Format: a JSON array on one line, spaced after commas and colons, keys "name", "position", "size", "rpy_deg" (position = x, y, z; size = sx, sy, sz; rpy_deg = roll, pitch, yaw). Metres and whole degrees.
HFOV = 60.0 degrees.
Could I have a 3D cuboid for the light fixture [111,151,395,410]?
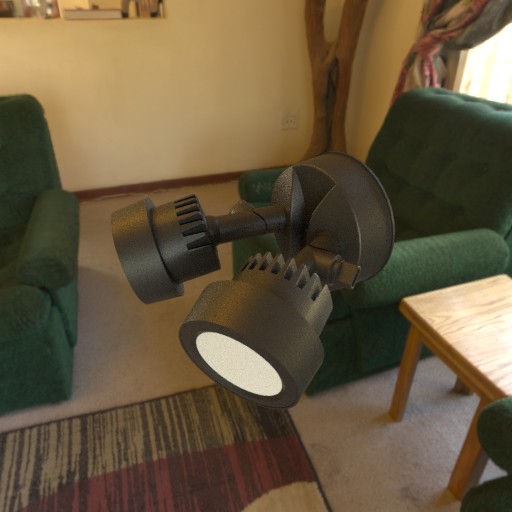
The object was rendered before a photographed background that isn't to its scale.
[{"name": "light fixture", "position": [0.000, 0.000, 0.319], "size": [0.168, 0.120, 0.213], "rpy_deg": [-20, 36, -30]}]
